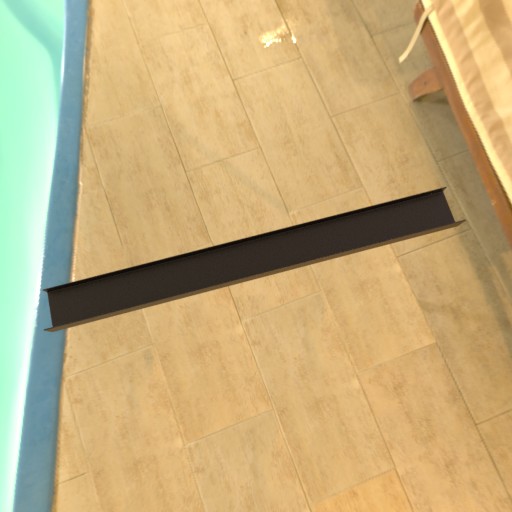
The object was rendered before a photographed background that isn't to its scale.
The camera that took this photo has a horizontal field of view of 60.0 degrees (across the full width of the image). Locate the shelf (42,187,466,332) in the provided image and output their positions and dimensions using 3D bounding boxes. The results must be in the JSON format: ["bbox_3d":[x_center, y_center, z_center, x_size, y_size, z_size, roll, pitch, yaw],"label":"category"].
[{"bbox_3d":[0.000,0.000,0.969,0.924,0.049,0.092,-14,76,-4],"label":"shelf"}]
